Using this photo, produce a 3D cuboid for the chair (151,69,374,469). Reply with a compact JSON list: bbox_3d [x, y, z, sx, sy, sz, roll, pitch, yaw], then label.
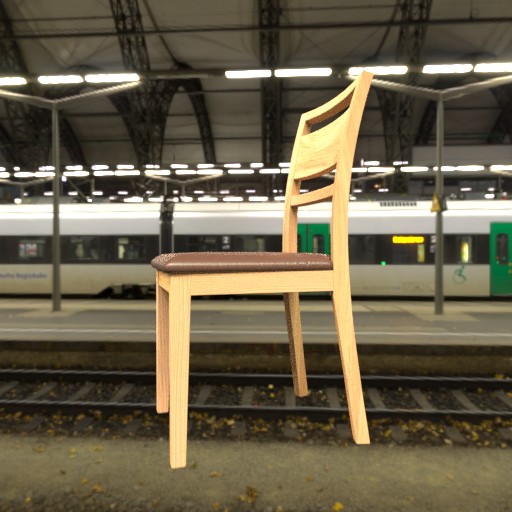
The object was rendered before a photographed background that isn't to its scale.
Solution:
[{"bbox_3d":[0.000,0.000,1.234,0.545,0.940,0.420,0,1,-17],"label":"chair"}]
